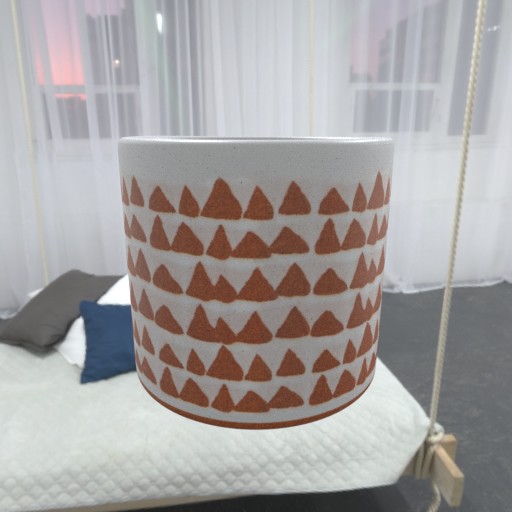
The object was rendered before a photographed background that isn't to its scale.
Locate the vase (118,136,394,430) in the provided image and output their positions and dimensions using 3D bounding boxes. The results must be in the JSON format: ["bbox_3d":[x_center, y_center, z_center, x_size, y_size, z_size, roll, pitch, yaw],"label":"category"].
[{"bbox_3d":[0.000,0.000,0.245,0.137,0.127,0.137,0,16,0],"label":"vase"}]
